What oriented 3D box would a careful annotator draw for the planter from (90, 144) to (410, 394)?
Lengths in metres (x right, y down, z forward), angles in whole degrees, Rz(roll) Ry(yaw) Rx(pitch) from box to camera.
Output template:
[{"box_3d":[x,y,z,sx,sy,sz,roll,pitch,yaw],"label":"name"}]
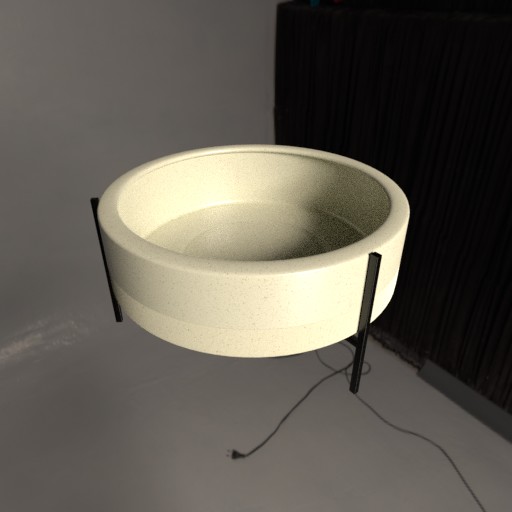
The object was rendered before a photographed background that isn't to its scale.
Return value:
[{"box_3d":[0.000,0.000,0.536,0.336,0.171,0.345,-22,38,-31],"label":"planter"}]
